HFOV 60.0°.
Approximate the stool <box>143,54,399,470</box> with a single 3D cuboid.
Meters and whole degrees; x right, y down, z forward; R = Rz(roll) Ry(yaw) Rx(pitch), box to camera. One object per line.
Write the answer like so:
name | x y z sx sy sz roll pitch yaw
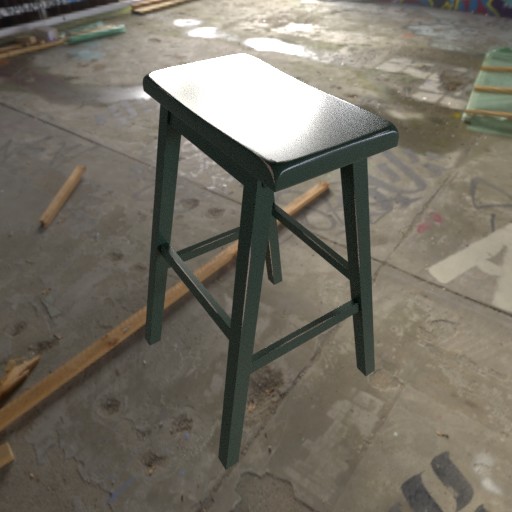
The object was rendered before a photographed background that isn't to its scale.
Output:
stool | 0.000 0.000 1.013 0.476 0.737 0.457 -24 46 -25
